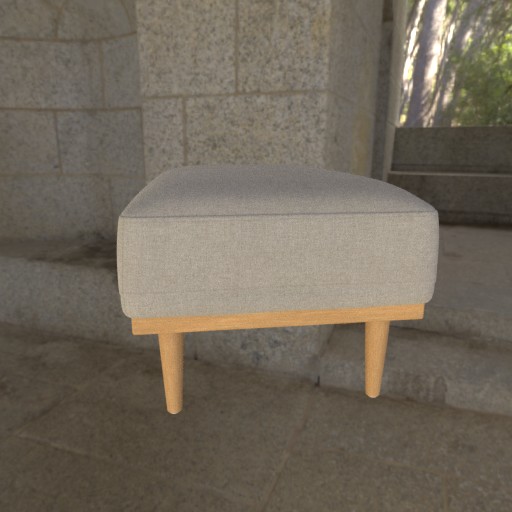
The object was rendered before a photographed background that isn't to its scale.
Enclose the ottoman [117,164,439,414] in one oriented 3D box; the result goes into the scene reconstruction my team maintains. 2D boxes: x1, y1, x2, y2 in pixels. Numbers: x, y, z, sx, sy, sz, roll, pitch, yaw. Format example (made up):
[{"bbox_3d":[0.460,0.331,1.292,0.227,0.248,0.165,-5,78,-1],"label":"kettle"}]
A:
[{"bbox_3d":[0.000,0.000,1.089,0.549,0.428,0.749,-2,14,-8],"label":"ottoman"}]
